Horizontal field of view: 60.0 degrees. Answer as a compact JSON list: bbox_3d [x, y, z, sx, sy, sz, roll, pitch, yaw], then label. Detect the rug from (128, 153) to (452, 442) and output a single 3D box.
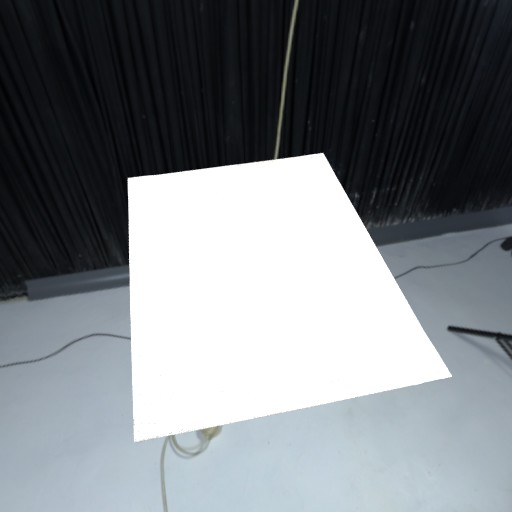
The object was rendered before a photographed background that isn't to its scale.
[{"bbox_3d":[0.000,0.000,5.134,2.873,0.053,3.778,-9,46,-8],"label":"rug"}]
